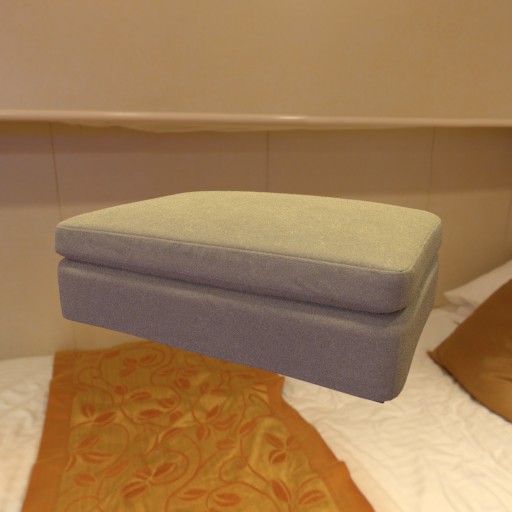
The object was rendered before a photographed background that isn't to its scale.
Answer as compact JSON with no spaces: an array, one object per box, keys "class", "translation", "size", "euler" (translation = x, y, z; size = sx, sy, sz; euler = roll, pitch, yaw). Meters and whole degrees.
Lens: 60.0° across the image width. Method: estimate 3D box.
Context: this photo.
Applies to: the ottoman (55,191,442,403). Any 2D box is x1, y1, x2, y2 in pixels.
[{"class":"ottoman","translation":[0.000,0.000,1.624],"size":[1.199,0.429,0.840],"euler":[8,17,27]}]
